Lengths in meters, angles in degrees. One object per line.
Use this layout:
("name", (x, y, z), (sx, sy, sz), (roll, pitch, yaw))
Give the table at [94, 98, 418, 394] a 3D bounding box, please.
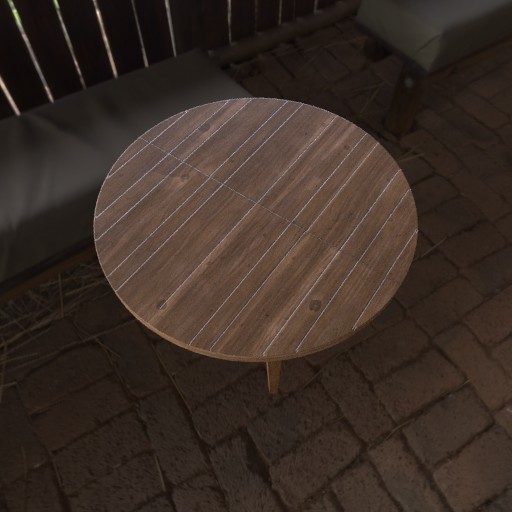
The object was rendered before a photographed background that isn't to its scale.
("table", (0.000, 0.000, 2.012), (1.213, 0.764, 1.213), (0, 58, 0))
